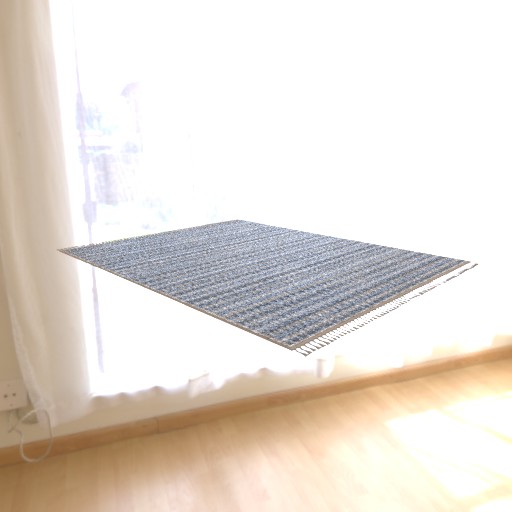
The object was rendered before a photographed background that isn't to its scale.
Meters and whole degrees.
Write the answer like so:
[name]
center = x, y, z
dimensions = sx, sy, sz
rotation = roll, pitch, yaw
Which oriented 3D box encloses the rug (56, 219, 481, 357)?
[rug]
center = 0.000, 0.000, 3.809
dimensions = 2.256, 0.013, 2.910
rotation = -14, 20, -43
